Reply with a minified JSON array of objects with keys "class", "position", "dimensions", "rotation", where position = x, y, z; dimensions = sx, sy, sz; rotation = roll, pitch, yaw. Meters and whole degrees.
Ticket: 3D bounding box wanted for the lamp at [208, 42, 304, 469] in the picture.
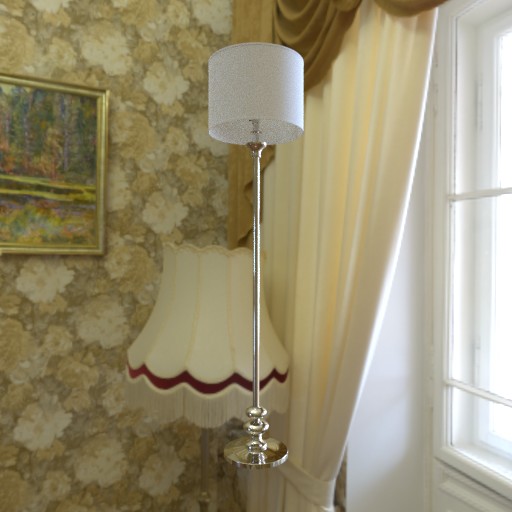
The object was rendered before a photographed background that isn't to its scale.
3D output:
[{"class":"lamp","position":[0.000,0.000,1.665],"dimensions":[0.356,1.487,0.356],"rotation":[0,0,17]}]
